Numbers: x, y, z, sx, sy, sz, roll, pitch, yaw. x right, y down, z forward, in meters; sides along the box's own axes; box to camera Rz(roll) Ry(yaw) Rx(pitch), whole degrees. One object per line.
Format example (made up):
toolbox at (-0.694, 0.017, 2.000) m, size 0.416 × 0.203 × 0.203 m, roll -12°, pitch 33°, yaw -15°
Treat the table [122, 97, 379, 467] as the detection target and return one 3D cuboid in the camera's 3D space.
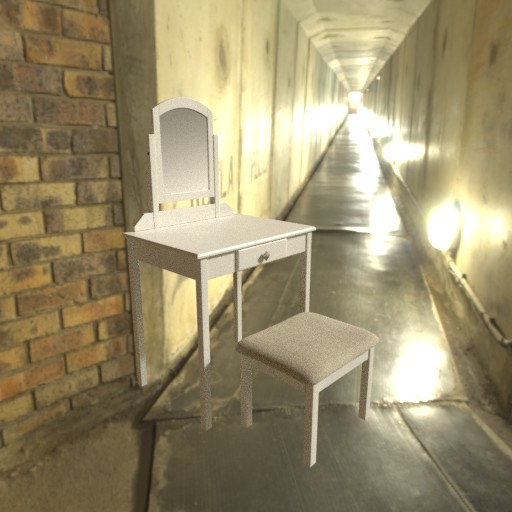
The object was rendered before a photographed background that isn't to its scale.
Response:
table at (0.000, 0.000, 2.320) m, size 1.211 × 1.631 × 0.876 m, roll 14°, pitch 21°, yaw 42°
